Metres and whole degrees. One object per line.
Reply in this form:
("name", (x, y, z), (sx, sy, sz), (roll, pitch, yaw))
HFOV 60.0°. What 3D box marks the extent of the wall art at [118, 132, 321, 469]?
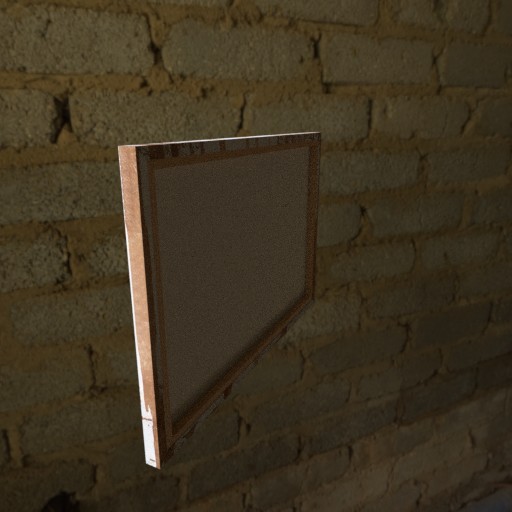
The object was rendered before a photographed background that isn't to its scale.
("wall art", (0.000, 0.000, 1.169), (0.035, 0.609, 0.914), (8, 19, 25))
